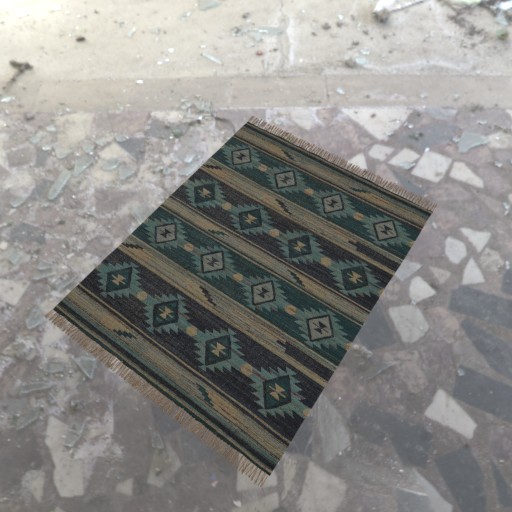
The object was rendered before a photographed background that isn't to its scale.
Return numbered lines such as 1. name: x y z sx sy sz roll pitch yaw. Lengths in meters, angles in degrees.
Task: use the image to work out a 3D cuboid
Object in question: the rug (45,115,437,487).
1. rug: 0.000 0.000 4.362 2.418 0.047 3.307 31 63 18
